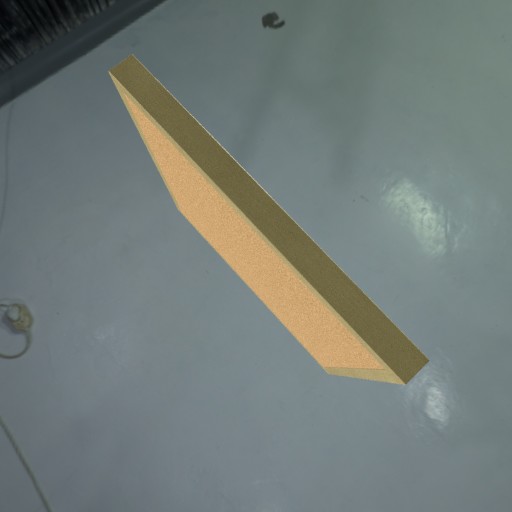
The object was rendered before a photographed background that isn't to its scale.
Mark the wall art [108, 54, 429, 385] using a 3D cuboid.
[{"bbox_3d":[0.000,0.000,0.758,0.038,0.508,0.508,-41,80,-9],"label":"wall art"}]
